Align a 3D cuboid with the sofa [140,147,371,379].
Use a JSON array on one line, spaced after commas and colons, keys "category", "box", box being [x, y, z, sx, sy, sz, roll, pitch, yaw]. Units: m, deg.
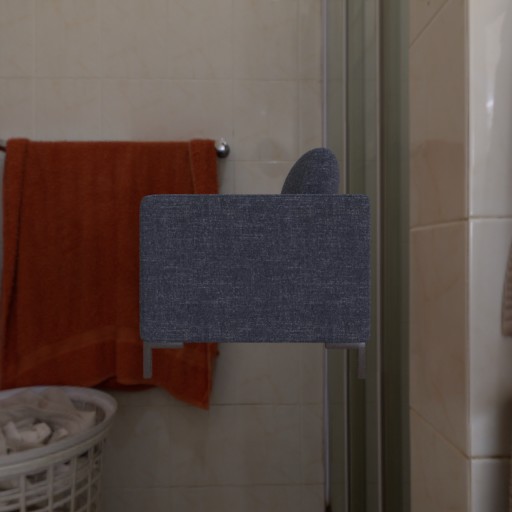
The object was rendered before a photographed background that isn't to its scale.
[{"category": "sofa", "box": [0.000, 0.000, 2.693, 0.859, 0.874, 2.218, 0, 0, 1]}]
